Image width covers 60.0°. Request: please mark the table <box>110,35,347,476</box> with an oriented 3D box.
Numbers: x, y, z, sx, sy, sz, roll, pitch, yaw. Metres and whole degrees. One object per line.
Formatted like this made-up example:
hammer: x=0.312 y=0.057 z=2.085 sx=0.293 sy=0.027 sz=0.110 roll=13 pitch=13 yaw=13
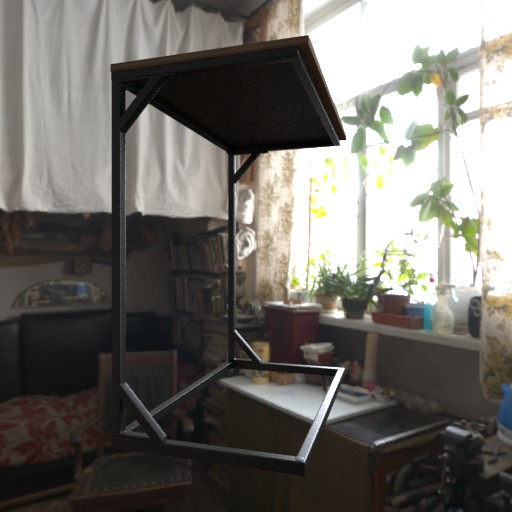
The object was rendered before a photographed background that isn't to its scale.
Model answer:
table: x=0.000 y=0.000 z=1.010 sx=0.351 sy=0.673 sz=0.597 roll=0 pitch=0 yaw=17
